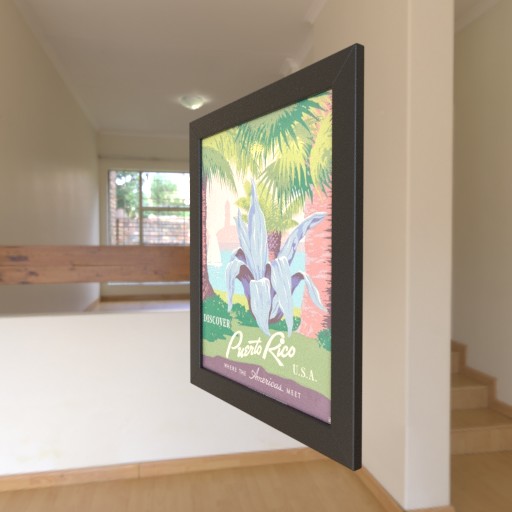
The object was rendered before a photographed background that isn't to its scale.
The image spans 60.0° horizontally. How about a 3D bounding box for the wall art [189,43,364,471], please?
[{"bbox_3d":[0.000,0.000,0.800,0.018,0.582,0.481,-1,2,-36],"label":"wall art"}]
